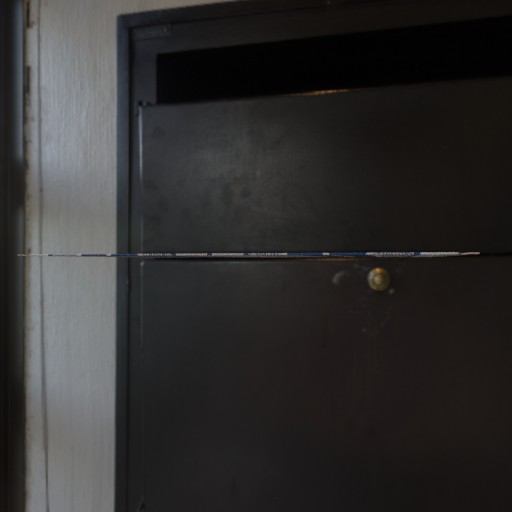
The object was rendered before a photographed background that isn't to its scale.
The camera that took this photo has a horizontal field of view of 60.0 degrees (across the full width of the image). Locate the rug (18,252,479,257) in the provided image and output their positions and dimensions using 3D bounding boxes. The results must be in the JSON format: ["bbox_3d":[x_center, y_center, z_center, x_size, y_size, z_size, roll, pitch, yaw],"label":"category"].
[{"bbox_3d":[0.000,0.000,2.959,2.441,0.010,1.532,0,-1,17],"label":"rug"}]
